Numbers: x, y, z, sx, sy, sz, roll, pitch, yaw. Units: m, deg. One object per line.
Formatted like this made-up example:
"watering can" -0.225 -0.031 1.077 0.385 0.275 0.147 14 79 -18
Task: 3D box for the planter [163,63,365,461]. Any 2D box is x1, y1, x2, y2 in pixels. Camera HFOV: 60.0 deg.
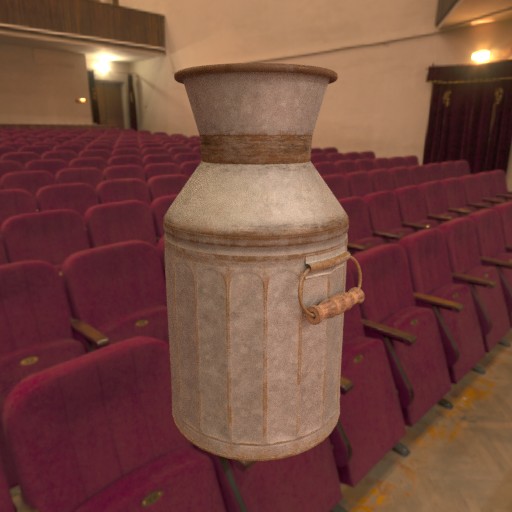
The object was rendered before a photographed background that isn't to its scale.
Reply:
"planter" 0.000 0.000 0.520 0.245 0.396 0.214 15 22 43
